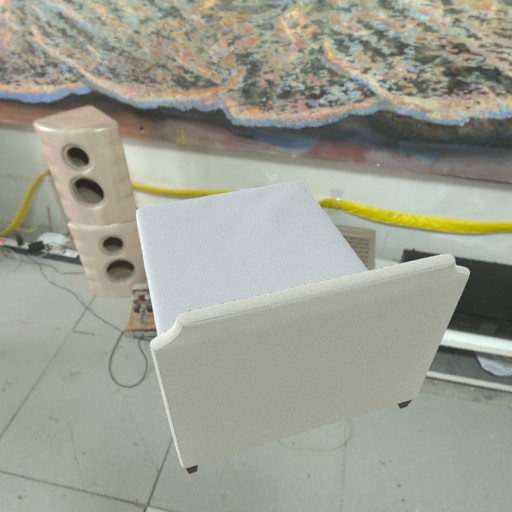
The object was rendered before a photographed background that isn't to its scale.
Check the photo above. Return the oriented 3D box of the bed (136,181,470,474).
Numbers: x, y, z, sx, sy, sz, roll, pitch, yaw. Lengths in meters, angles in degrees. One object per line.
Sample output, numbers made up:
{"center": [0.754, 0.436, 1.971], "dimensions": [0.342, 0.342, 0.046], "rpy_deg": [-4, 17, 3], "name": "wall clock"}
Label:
{"center": [0.000, 0.000, 3.414], "dimensions": [1.712, 1.497, 2.372], "rpy_deg": [-12, 42, -13], "name": "bed"}
